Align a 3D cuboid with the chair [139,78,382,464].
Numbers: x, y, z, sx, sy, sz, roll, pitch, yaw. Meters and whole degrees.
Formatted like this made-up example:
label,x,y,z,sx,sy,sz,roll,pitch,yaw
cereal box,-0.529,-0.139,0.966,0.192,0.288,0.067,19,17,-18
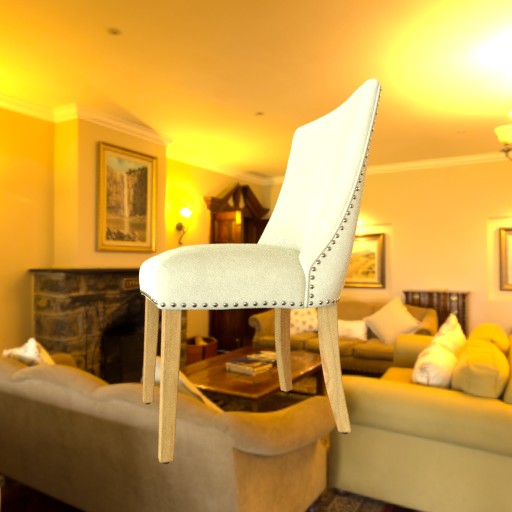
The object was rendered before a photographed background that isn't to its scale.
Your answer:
label,x,y,z,sx,sy,sz,roll,pitch,yaw
chair,0.000,0.000,1.252,0.610,0.902,0.495,0,-1,-19
